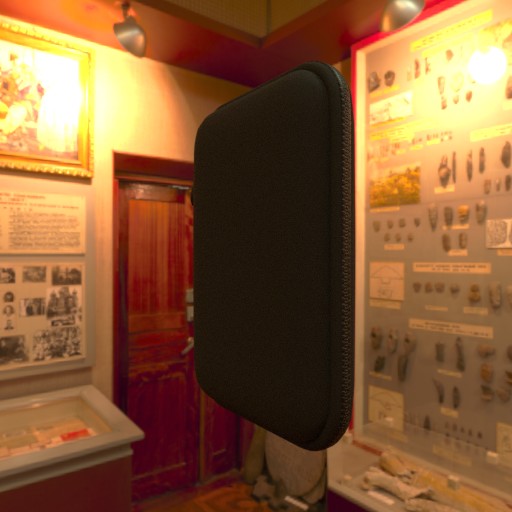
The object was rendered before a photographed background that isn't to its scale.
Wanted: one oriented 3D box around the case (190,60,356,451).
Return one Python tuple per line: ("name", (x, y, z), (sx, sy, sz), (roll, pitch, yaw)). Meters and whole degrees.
("case", (0.000, 0.000, 0.197), (0.030, 0.147, 0.107), (0, 0, -36))
